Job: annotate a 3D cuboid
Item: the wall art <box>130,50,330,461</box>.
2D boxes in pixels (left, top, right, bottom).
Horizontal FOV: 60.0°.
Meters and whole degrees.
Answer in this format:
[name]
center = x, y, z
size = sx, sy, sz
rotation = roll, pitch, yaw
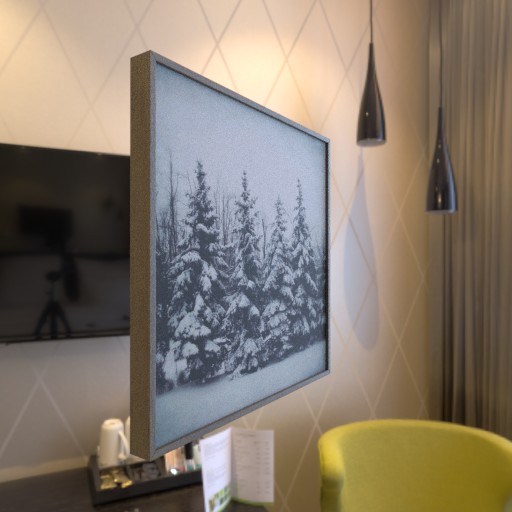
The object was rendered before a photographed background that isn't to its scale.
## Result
[wall art]
center = 0.000, 0.000, 0.764
size = 0.037, 0.507, 0.507
rotation = 0, 0, 35
